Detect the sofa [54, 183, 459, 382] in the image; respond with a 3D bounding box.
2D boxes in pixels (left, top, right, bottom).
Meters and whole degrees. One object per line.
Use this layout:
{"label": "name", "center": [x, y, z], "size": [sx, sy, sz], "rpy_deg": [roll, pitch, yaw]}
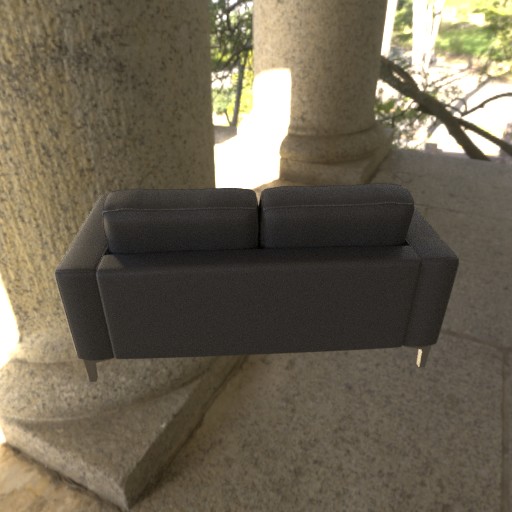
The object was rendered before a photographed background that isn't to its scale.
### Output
{"label": "sofa", "center": [0.000, 0.000, 2.267], "size": [1.726, 0.892, 0.833], "rpy_deg": [-2, 31, -3]}
